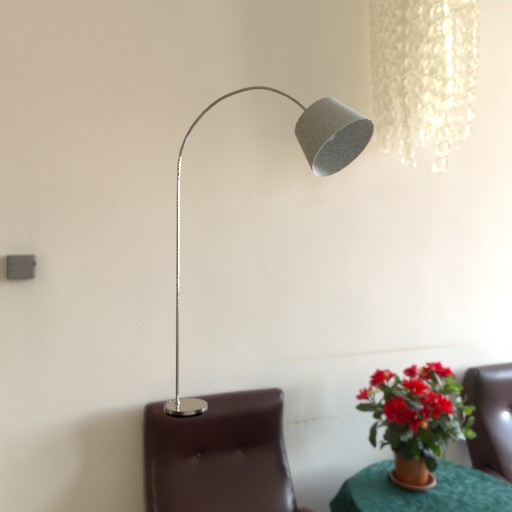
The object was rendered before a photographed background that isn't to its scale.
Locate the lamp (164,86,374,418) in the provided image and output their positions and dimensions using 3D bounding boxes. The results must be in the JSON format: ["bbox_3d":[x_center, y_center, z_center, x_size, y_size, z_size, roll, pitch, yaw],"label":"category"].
[{"bbox_3d":[0.000,0.000,2.708,1.445,2.098,0.406,0,-1,34],"label":"lamp"}]
